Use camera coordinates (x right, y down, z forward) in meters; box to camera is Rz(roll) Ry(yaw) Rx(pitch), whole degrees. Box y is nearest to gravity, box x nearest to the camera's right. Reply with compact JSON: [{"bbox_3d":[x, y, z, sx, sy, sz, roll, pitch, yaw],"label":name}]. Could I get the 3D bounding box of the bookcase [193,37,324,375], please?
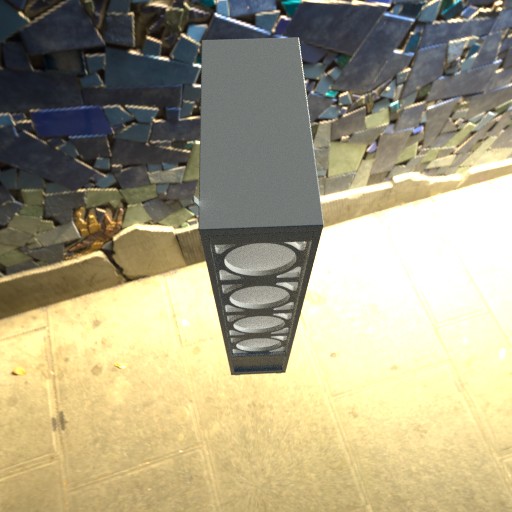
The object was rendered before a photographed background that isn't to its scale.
[{"bbox_3d":[0.000,0.000,2.145,0.361,1.869,0.761,-2,63,-1],"label":"bookcase"}]
